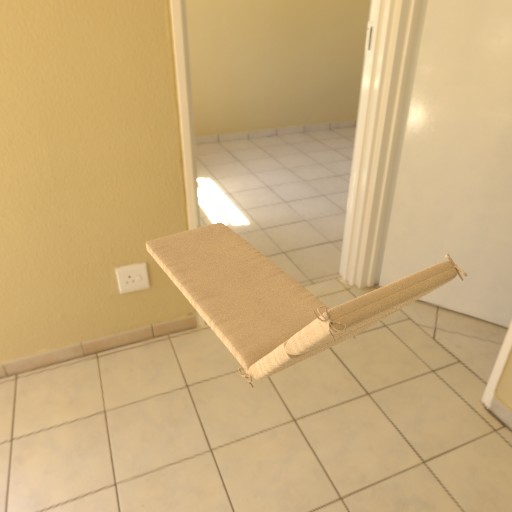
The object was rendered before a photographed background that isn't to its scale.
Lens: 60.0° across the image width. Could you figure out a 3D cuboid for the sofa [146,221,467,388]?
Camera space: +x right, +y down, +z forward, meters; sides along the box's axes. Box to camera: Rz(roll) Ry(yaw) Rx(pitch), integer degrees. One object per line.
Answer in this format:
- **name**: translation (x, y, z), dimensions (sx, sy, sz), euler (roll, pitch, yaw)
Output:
- **sofa**: translation (0.000, 0.000, 2.008), dimensions (0.582, 0.622, 1.663), euler (-18, 35, -27)
